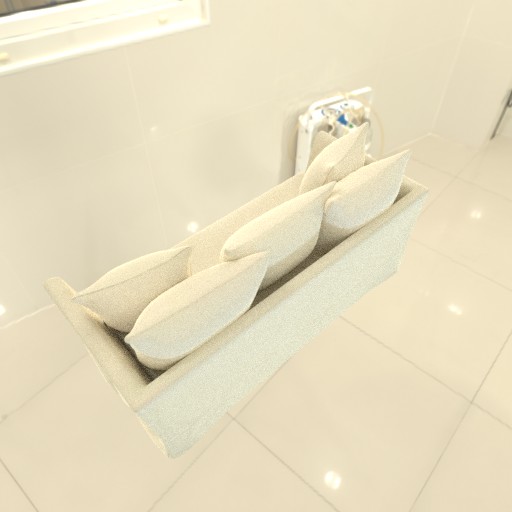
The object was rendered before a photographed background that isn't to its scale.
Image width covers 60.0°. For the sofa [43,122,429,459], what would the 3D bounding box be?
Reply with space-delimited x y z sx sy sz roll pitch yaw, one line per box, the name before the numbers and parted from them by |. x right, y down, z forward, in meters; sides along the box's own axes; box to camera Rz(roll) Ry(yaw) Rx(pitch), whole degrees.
sofa | 0.000 0.000 2.856 2.290 1.034 1.031 -34 56 -27
